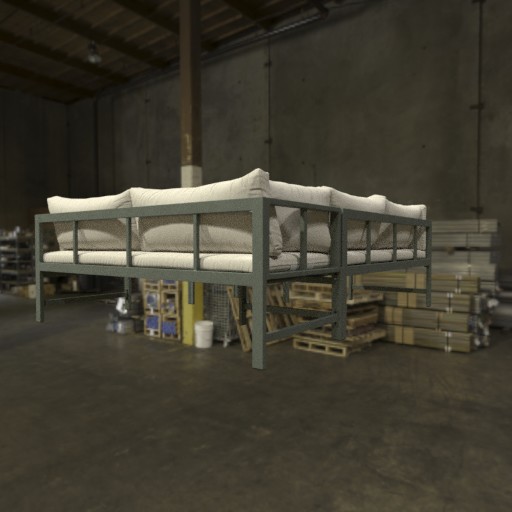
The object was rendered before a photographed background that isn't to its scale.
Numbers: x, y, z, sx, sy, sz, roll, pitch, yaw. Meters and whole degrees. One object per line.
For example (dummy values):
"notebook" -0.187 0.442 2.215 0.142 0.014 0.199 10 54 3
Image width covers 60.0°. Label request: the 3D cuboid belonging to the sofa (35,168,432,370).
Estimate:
"sofa" 0.000 0.000 2.929 1.658 0.758 2.096 1 2 37
